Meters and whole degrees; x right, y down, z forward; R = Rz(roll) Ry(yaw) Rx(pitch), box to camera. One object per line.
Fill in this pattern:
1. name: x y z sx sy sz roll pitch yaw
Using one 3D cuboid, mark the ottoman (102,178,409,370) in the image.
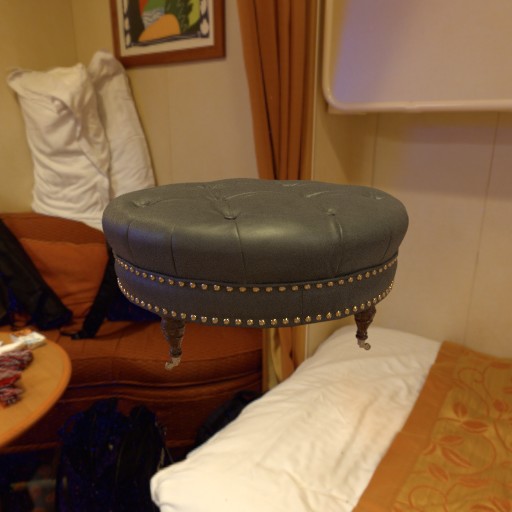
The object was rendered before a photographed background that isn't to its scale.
1. ottoman: 0.000 0.000 1.406 0.901 0.439 0.901 0 16 0
